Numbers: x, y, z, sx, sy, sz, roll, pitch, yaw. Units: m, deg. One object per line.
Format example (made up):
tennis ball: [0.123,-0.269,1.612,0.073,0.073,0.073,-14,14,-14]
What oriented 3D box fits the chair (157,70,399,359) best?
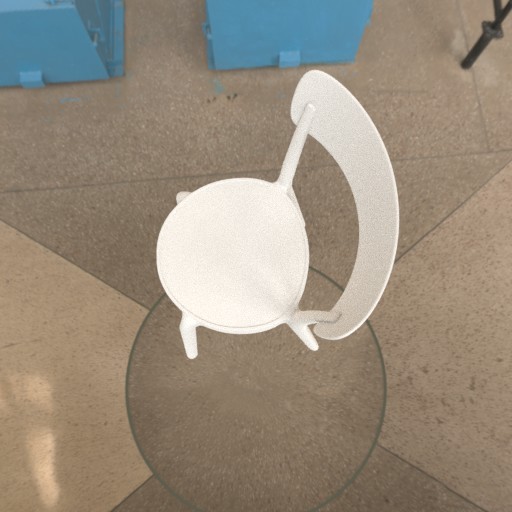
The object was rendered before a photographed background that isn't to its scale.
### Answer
chair: [0.000,0.000,1.143,0.491,0.790,0.506,-4,74,-1]
